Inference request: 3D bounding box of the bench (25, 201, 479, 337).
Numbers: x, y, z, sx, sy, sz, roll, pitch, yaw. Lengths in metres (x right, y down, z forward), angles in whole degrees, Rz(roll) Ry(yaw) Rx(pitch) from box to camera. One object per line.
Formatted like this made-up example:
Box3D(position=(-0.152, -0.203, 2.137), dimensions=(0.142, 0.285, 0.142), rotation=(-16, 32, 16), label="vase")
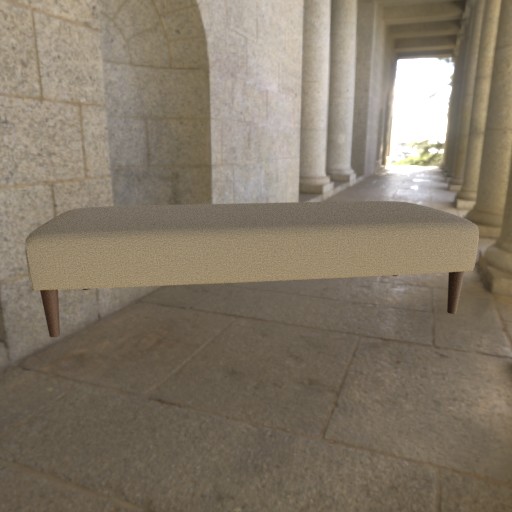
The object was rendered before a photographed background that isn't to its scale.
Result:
Box3D(position=(0.000, 0.000, 1.866), dimensions=(1.609, 0.393, 0.646), rotation=(-2, 15, -8), label="bench")
